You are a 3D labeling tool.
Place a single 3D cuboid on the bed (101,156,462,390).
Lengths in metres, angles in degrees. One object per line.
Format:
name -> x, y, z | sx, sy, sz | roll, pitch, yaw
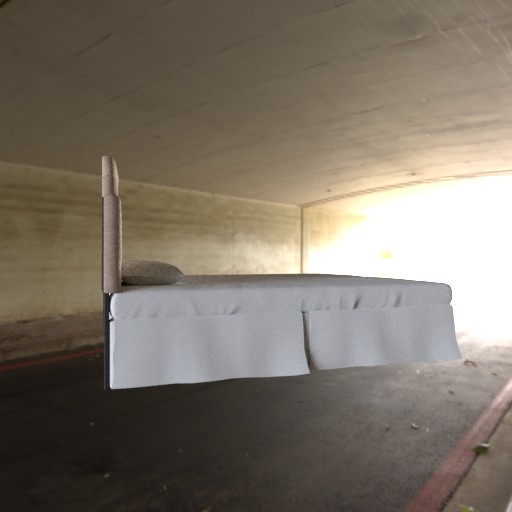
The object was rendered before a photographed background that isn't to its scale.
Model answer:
bed -> 0.000, 0.000, 2.990 | 1.970, 1.194, 1.667 | 0, 0, -19
